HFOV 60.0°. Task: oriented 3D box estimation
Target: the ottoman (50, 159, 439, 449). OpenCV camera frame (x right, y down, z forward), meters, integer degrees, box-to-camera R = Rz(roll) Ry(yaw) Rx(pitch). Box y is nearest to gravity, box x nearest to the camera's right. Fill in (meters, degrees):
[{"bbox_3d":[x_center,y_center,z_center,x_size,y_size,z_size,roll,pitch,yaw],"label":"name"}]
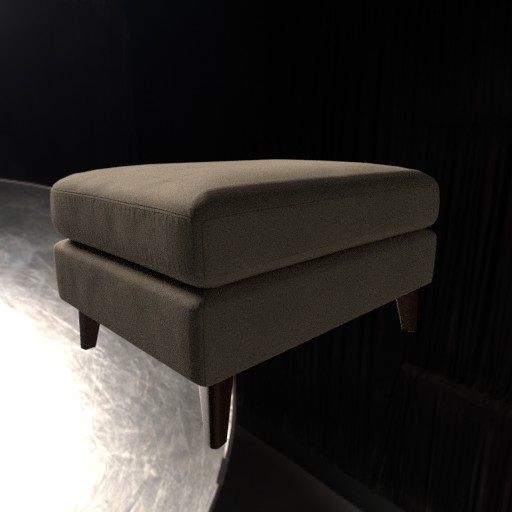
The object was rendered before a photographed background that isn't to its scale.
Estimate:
[{"bbox_3d":[0.000,0.000,1.163,0.823,0.478,0.610,-14,20,-42],"label":"ottoman"}]
